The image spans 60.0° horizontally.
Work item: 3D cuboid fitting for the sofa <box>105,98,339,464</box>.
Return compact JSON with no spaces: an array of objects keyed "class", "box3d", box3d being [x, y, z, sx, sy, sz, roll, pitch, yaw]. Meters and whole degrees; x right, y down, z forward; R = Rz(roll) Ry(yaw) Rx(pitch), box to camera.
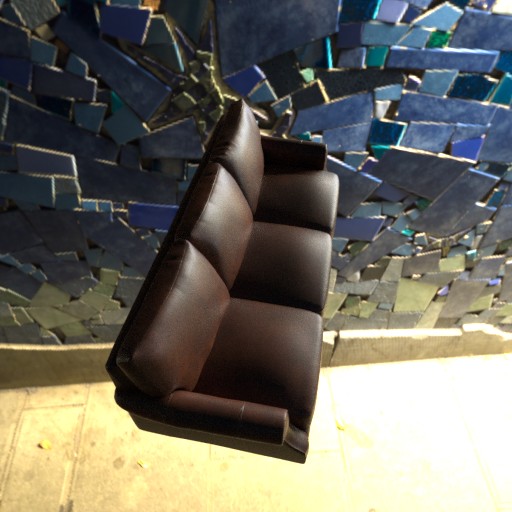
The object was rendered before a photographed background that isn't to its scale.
[{"class":"sofa","box3d":[0.000,0.000,2.841,0.973,0.977,2.351,8,48,7]}]
